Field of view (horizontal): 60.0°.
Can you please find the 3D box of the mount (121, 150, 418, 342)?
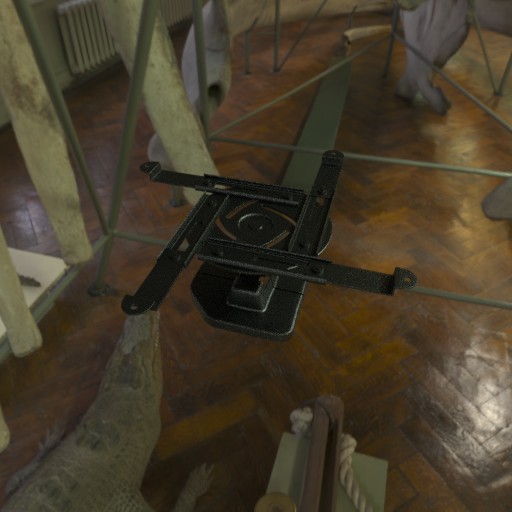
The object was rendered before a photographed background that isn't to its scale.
[{"bbox_3d":[0.000,0.000,0.602,0.394,0.141,0.394,11,42,13],"label":"mount"}]
